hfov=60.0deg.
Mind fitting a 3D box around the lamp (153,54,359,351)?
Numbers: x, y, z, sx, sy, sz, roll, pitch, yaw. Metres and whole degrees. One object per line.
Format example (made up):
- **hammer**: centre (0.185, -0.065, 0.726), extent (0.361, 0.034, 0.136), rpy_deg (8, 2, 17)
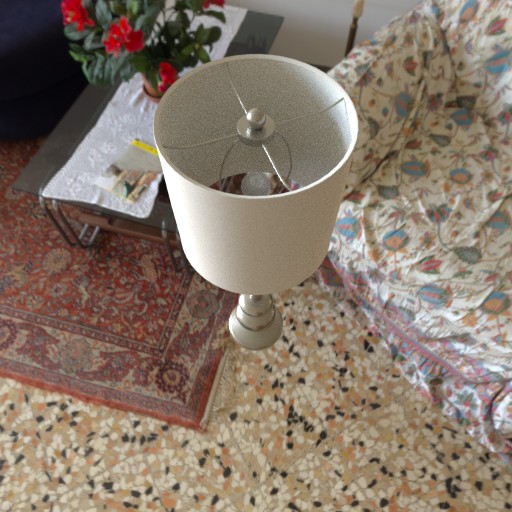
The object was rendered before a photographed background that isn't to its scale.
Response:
- **lamp**: centre (0.000, 0.000, 0.834), extent (0.254, 0.690, 0.254), rpy_deg (-18, 61, -10)
